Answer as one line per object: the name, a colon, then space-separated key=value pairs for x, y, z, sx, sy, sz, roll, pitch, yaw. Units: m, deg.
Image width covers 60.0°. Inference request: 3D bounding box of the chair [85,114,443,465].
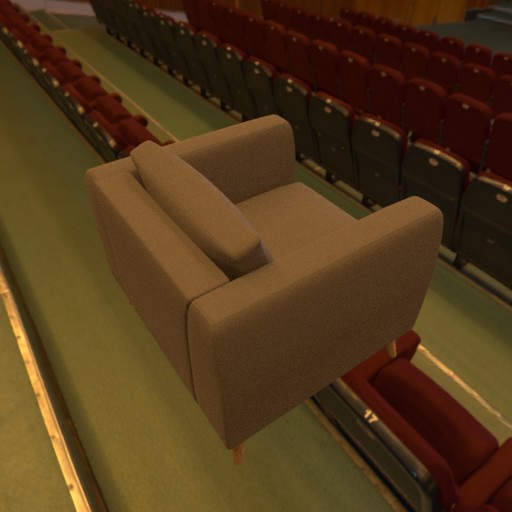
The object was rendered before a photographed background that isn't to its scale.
chair: x=0.000 y=0.000 z=1.746 sx=0.930 sy=0.860 sz=1.000 roll=-25 pitch=47 yaw=-25
